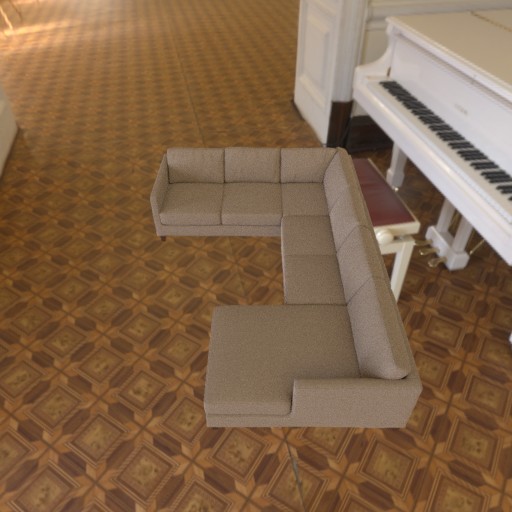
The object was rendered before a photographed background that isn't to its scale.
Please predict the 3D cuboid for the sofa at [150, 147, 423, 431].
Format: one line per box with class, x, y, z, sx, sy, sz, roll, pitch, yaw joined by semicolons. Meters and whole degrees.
sofa;0.000;0.000;4.611;2.424;0.865;3.438;0;41;0
